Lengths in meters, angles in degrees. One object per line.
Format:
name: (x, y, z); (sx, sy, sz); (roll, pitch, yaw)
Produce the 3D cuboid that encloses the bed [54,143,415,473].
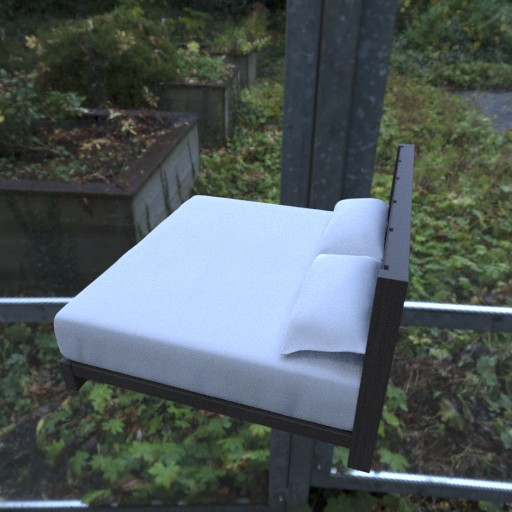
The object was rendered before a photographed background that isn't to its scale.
bed: (0.000, 0.000, 3.293); (2.012, 1.270, 2.134); (9, 31, 15)
